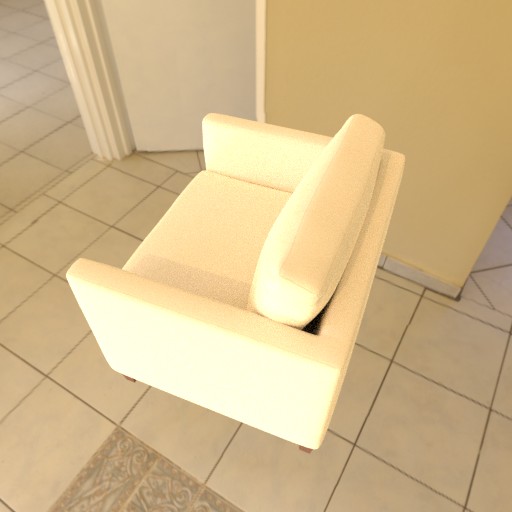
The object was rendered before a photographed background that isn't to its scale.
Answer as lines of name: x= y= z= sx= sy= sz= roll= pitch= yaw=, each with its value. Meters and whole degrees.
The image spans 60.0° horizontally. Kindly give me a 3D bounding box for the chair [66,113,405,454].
chair: x=0.000 y=0.000 z=1.691 sx=0.878 sy=0.885 sz=1.019 roll=17 pitch=50 yaw=14
